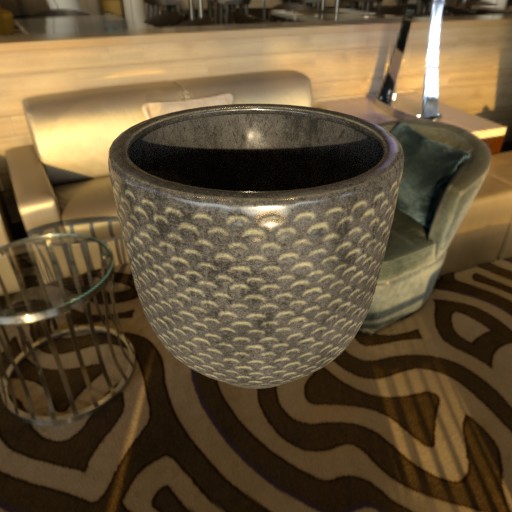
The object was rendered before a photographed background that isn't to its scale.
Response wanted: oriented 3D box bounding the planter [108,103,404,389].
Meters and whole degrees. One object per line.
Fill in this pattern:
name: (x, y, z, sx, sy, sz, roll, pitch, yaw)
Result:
planter: (0.000, 0.000, 0.352, 0.197, 0.191, 0.197, 0, 33, 0)
